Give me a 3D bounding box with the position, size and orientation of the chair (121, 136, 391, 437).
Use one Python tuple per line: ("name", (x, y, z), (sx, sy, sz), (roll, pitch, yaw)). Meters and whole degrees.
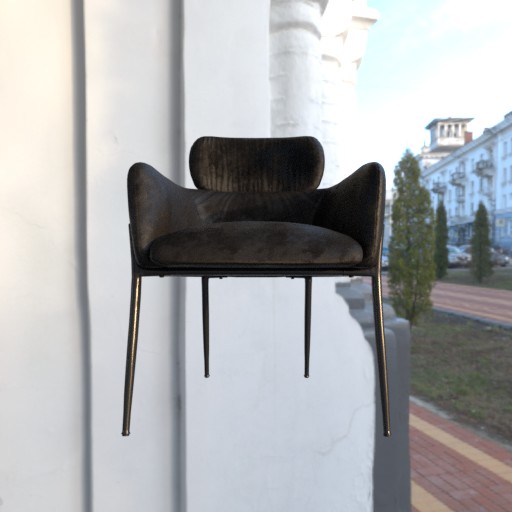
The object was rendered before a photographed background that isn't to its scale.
("chair", (0.000, 0.000, 1.287), (0.640, 0.818, 0.604), (0, 1, 0))
